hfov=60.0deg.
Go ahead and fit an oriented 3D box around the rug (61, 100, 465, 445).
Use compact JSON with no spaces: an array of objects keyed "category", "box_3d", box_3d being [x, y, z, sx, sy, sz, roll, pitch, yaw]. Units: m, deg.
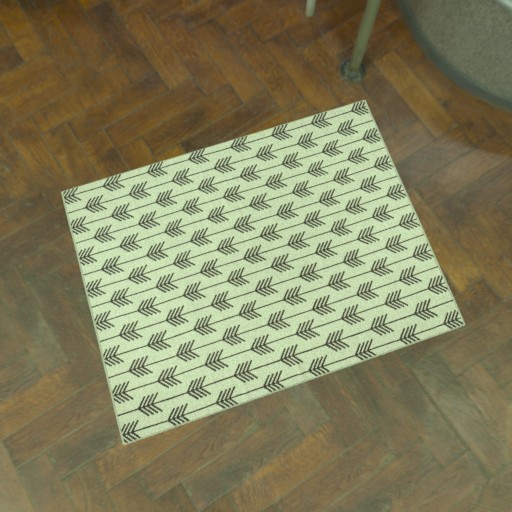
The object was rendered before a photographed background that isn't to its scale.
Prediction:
[{"category":"rug","box_3d":[0.000,0.000,3.990,3.061,0.010,2.330,-18,77,-4]}]
